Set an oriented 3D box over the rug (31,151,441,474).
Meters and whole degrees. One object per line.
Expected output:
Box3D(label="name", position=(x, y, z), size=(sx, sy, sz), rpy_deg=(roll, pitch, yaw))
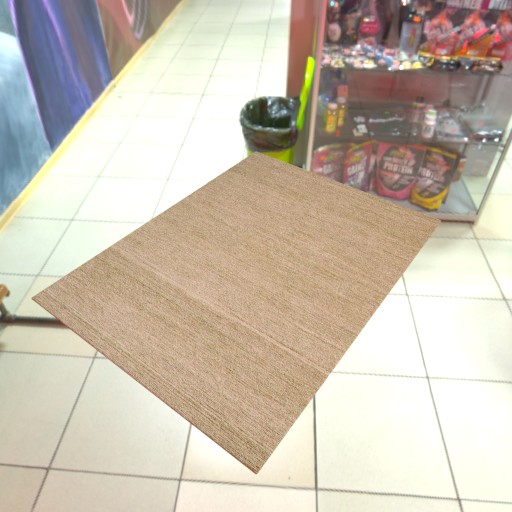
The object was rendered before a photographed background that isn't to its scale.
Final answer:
Box3D(label="rug", position=(0.000, 0.000, 4.210), size=(2.425, 0.016, 3.198), rpy_deg=(27, 48, 27))
